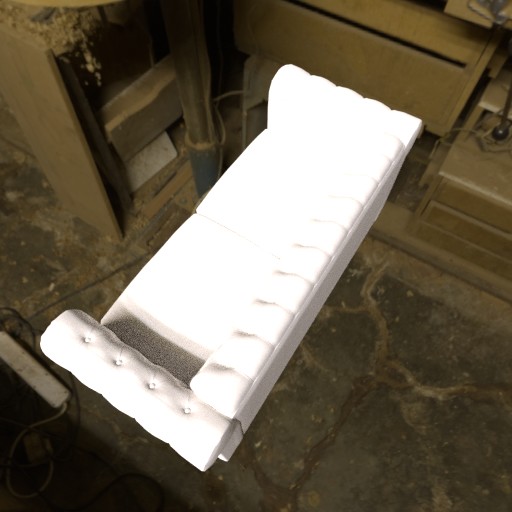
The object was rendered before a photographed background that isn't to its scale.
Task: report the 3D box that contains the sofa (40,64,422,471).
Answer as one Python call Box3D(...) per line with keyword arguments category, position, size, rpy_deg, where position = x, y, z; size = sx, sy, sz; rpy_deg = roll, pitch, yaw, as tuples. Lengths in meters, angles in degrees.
Box3D(category="sofa", position=(0.000, 0.000, 2.162), size=(0.771, 0.796, 1.798), rpy_deg=(30, 66, 15))
